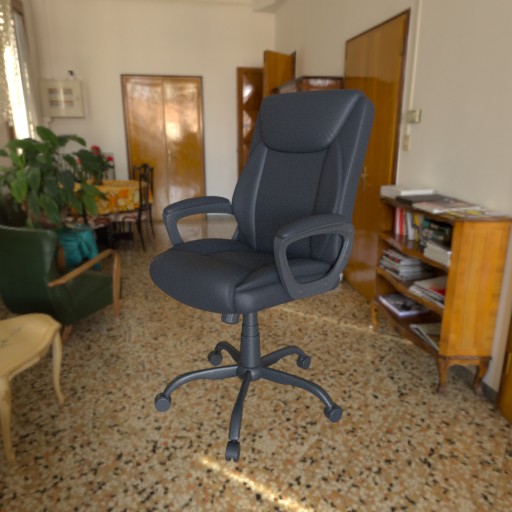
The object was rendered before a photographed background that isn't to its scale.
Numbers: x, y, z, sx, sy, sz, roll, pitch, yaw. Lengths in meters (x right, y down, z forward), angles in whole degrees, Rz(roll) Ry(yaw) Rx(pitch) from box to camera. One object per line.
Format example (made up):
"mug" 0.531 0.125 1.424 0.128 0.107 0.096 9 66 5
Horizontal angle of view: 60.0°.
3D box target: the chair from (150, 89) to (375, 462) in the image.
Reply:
"chair" 0.000 0.000 1.486 0.615 1.072 0.655 15 21 42
